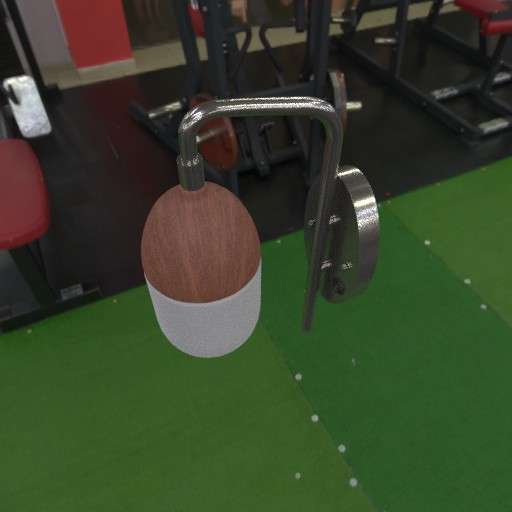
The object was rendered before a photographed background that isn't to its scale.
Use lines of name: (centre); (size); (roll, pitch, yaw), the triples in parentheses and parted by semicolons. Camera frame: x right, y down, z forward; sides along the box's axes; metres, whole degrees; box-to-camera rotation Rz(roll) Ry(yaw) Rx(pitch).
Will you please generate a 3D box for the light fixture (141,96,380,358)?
light fixture: (0.000, 0.000, 0.439); (0.216, 0.343, 0.108); (-18, 50, -16)
